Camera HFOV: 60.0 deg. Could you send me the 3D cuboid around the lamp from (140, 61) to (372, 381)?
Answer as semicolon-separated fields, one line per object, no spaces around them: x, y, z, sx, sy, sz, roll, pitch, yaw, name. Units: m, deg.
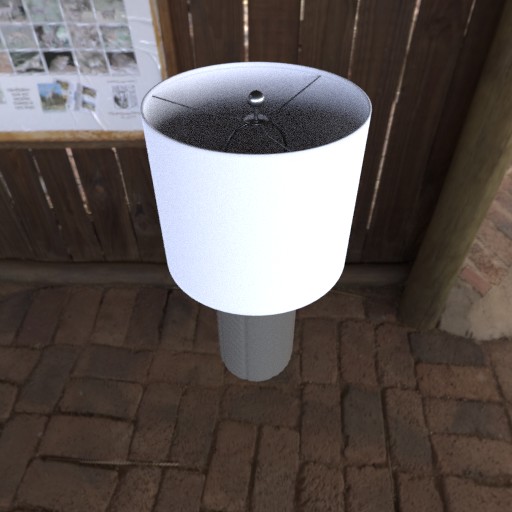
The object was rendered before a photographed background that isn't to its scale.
0.000;0.000;0.520;0.203;0.389;0.203;-12;43;-13;lamp
